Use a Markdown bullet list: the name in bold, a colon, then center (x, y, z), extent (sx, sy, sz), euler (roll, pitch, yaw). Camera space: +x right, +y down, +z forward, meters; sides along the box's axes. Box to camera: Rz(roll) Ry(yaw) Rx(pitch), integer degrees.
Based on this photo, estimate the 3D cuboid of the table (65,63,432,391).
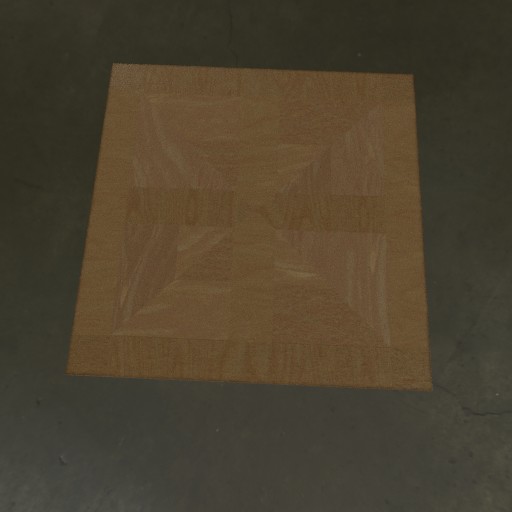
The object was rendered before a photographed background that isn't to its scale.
- **table**: center (0.000, 0.000, 1.123), extent (0.610, 0.638, 0.612), euler (2, 75, 1)
